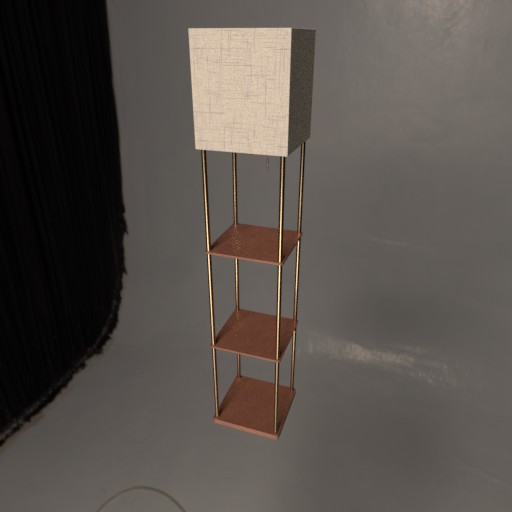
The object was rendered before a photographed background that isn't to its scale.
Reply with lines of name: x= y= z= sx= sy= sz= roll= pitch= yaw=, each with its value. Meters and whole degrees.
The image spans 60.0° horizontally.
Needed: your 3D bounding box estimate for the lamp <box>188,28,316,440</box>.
lamp: x=0.000 y=0.000 z=1.720 sx=0.310 sy=1.569 sz=0.308 roll=9 pitch=28 yaw=17
